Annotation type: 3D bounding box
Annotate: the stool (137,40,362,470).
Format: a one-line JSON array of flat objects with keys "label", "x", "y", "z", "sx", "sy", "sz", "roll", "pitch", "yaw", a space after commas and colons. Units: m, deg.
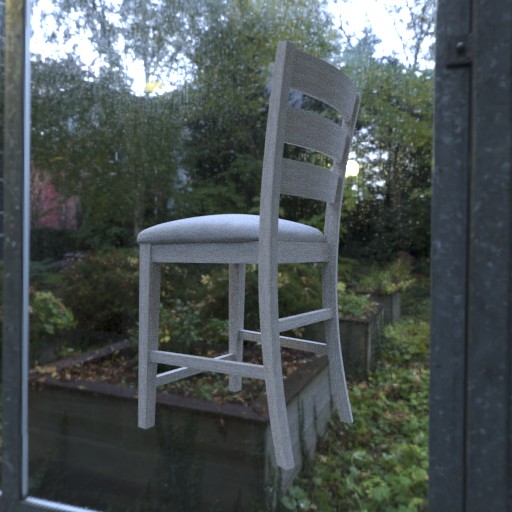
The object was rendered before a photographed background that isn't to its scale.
[{"label": "stool", "x": 0.000, "y": 0.000, "z": 1.360, "sx": 0.569, "sy": 1.032, "sz": 0.484, "roll": 0, "pitch": 1, "yaw": 36}]
